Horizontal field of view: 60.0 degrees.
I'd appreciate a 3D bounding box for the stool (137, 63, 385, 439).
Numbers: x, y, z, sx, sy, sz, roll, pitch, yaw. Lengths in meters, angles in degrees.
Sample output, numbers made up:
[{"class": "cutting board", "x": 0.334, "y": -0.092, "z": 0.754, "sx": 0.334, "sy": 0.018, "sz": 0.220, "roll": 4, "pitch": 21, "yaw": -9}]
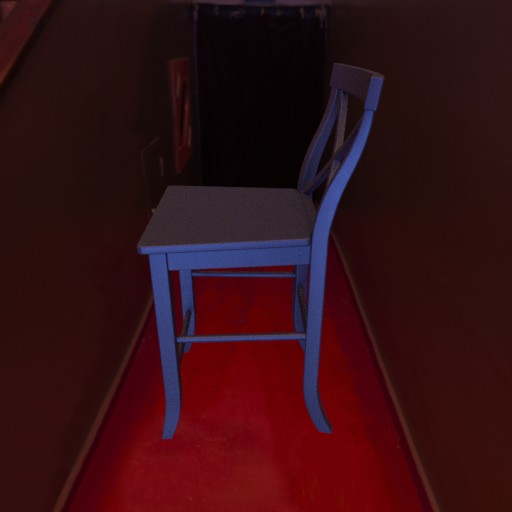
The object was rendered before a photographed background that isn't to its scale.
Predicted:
[{"class": "stool", "x": 0.000, "y": 0.000, "z": 1.268, "sx": 0.559, "sy": 0.989, "sz": 0.452, "roll": 0, "pitch": 27, "yaw": -1}]
